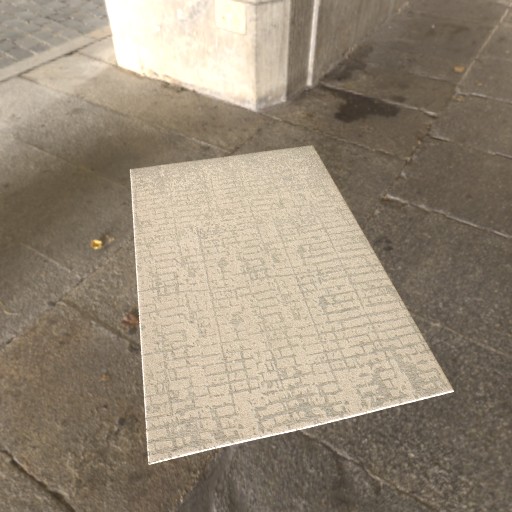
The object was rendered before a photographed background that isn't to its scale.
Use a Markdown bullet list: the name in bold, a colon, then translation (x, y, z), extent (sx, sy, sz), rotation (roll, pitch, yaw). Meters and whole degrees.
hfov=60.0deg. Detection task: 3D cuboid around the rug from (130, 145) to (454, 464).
- **rug**: translation (0.000, 0.000, 2.289), extent (1.211, 0.007, 1.827), rotation (-10, 47, -9)
